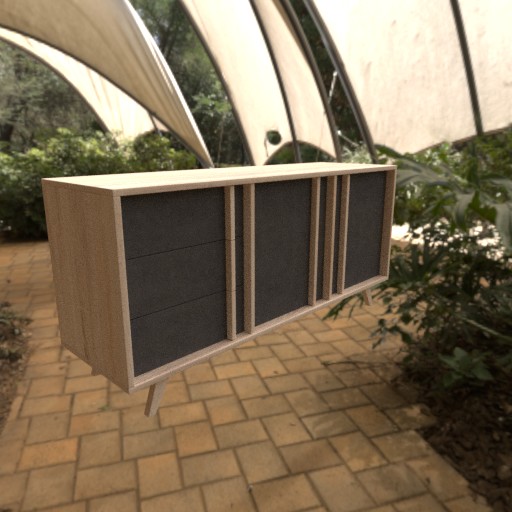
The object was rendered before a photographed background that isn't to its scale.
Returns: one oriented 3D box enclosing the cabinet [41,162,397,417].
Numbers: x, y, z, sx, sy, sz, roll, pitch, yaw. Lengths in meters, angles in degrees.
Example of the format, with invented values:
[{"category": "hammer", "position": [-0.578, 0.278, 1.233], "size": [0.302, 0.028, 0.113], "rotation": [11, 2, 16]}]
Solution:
[{"category": "cabinet", "position": [0.000, 0.000, 2.058], "size": [0.500, 0.780, 1.650], "rotation": [14, 20, 42]}]
